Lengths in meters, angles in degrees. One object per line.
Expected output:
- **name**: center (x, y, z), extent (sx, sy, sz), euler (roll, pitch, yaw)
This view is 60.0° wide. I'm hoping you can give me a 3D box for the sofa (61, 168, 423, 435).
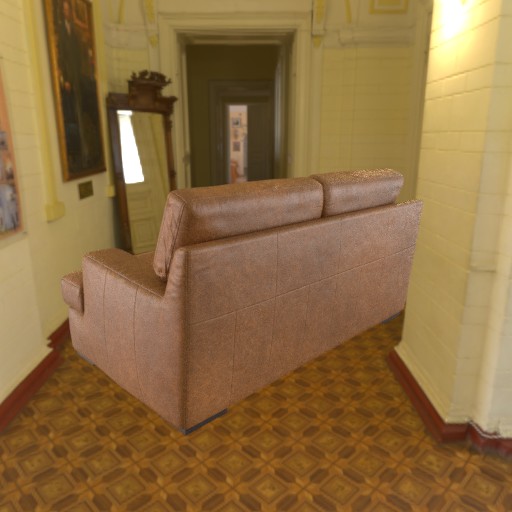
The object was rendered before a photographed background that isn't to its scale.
- **sofa**: center (0.000, 0.000, 2.555), extent (1.144, 0.966, 1.880), euler (14, 20, 43)
